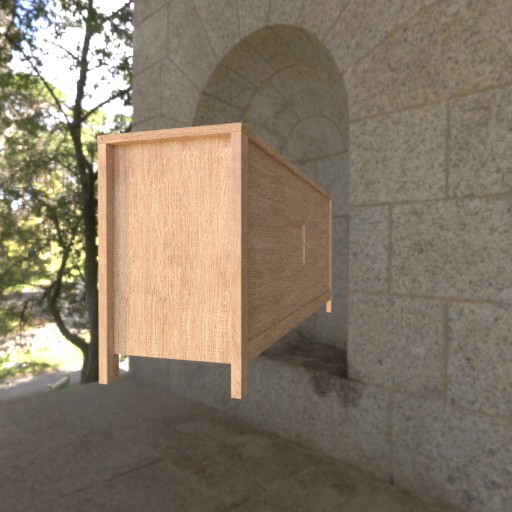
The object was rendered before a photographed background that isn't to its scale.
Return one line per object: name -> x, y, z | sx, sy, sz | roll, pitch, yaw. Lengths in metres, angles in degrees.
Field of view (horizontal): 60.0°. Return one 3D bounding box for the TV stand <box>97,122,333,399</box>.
TV stand -> 0.000, 0.000, 1.734 | 0.398, 0.610, 1.466 | 0, 1, 18
